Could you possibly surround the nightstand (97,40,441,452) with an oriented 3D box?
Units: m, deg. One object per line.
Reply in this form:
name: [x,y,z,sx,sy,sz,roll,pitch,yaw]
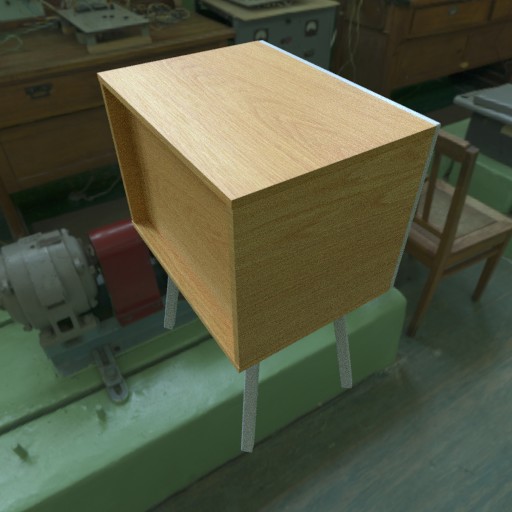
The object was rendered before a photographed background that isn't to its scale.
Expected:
nightstand: [0.000,0.000,0.814,0.316,0.601,0.400,-23,47,-24]
